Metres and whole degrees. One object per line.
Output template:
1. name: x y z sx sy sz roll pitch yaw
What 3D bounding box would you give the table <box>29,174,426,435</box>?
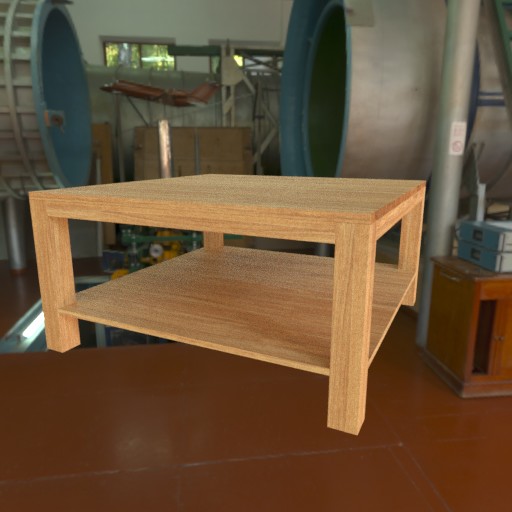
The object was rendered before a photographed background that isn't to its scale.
1. table: 0.000 0.000 1.425 0.900 0.450 0.900 7 15 25
